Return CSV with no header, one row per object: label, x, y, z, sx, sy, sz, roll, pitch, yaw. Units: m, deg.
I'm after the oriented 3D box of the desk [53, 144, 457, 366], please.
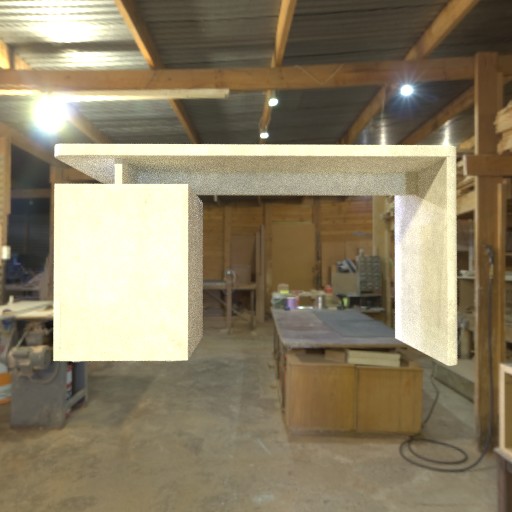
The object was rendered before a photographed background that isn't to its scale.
desk,0.000,0.000,1.778,1.400,0.755,0.550,0,-1,-1
